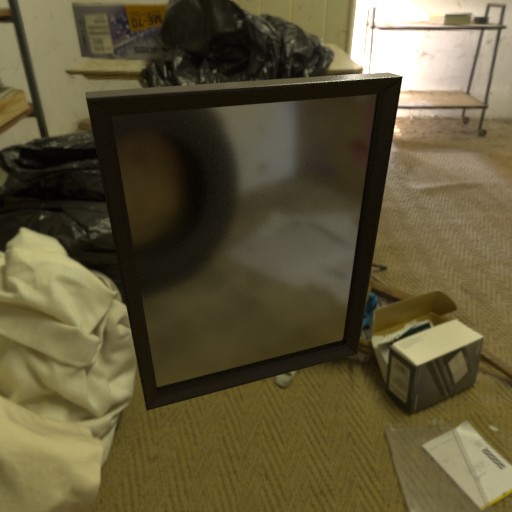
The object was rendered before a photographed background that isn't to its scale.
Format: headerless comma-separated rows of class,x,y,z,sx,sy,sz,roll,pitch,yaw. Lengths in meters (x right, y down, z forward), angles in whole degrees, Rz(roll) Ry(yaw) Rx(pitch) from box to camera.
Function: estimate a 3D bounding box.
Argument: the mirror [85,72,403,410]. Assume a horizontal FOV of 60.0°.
mirror,0.000,0.000,0.688,0.406,0.509,0.041,-10,33,-16
